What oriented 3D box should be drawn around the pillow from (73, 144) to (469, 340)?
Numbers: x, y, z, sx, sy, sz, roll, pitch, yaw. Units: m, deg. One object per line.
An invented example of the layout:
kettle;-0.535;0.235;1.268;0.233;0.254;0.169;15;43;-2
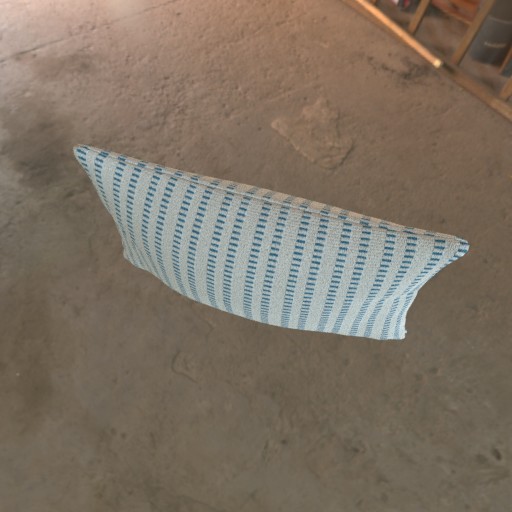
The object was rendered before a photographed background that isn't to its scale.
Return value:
pillow;0.000;0.000;0.815;0.640;0.353;0.210;15;60;9
